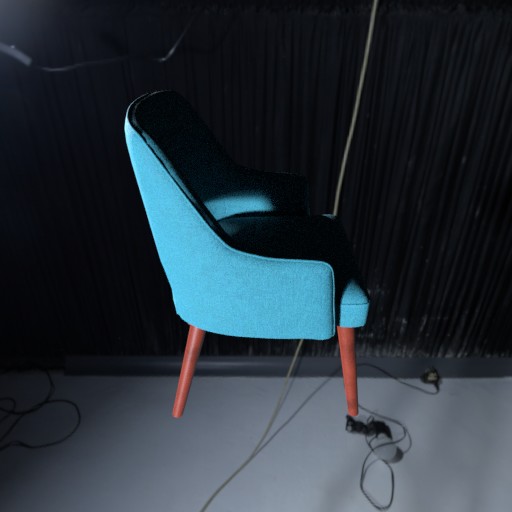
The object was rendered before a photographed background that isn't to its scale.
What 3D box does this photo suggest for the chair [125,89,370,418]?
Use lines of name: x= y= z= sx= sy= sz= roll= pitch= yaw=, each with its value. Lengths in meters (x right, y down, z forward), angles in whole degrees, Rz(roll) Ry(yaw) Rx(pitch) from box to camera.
chair: x=0.000 y=0.000 z=1.266 sx=0.605 sy=0.849 sz=0.548 roll=-1 pitch=33 yaw=-1
